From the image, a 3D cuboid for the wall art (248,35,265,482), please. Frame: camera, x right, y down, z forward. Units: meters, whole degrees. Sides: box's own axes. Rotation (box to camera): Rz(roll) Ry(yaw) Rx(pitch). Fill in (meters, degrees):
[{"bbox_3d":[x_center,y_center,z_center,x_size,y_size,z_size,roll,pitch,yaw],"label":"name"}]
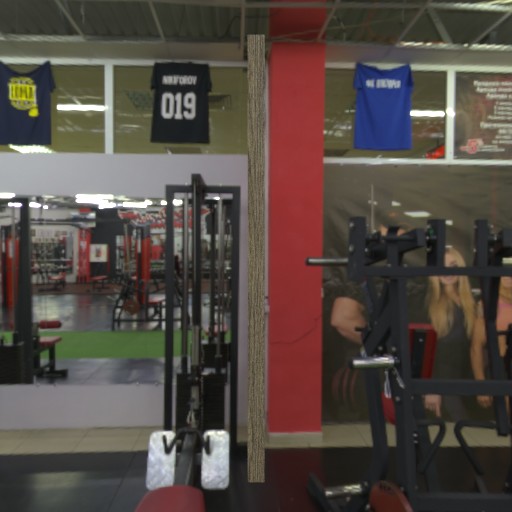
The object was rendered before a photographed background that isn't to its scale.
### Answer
[{"bbox_3d":[0.000,0.000,0.756,0.019,0.508,0.508,0,1,0],"label":"wall art"}]
